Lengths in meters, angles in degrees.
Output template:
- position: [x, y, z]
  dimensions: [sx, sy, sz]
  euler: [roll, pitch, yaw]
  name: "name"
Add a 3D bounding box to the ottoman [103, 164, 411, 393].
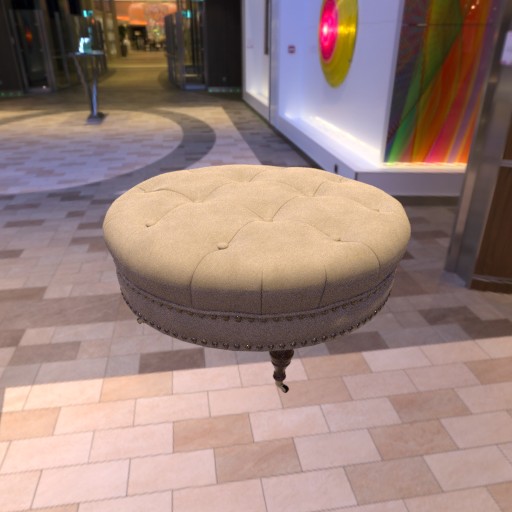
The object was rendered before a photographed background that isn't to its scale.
- position: [0.000, 0.000, 1.414]
  dimensions: [0.901, 0.439, 0.901]
  euler: [0, 26, 0]
  name: "ottoman"
